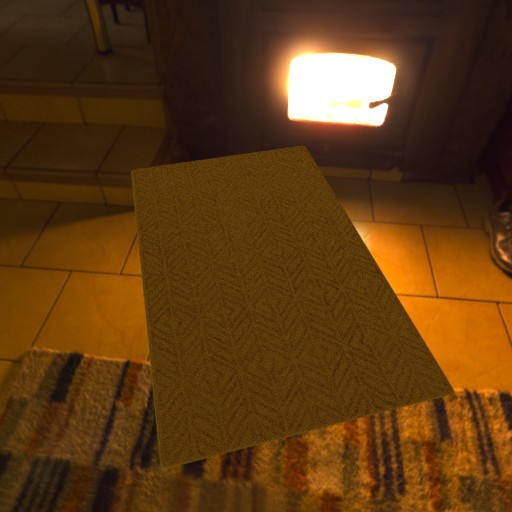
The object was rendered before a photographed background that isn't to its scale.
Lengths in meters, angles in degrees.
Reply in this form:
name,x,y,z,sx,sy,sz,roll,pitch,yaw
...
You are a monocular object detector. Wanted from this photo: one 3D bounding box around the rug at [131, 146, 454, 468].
name,x,y,z,sx,sy,sz,roll,pitch,yaw
rug,0.000,0.000,2.993,1.523,0.008,2.438,-10,47,-10
